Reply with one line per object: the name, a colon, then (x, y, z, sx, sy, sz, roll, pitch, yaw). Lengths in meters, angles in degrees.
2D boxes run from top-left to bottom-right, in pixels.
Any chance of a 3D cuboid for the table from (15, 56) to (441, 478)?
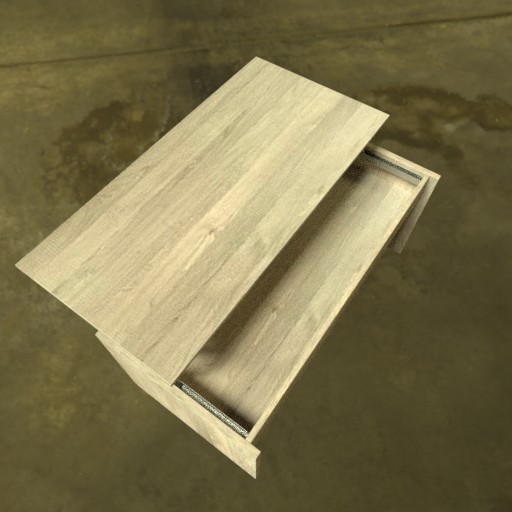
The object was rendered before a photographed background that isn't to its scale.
table: (0.000, 0.000, 1.413, 0.712, 0.570, 1.000, 31, 63, 18)
